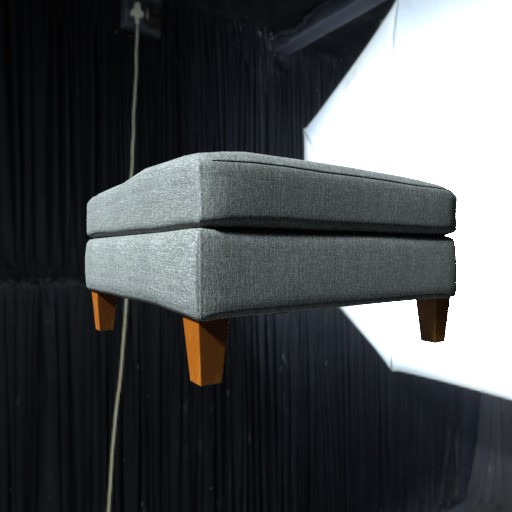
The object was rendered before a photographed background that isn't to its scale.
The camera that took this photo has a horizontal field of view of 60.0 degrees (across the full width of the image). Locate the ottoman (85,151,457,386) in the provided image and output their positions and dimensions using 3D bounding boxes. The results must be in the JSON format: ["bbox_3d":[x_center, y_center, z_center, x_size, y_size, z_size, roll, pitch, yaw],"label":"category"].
[{"bbox_3d":[0.000,0.000,1.354,0.838,0.481,0.838,0,0,-34],"label":"ottoman"}]
